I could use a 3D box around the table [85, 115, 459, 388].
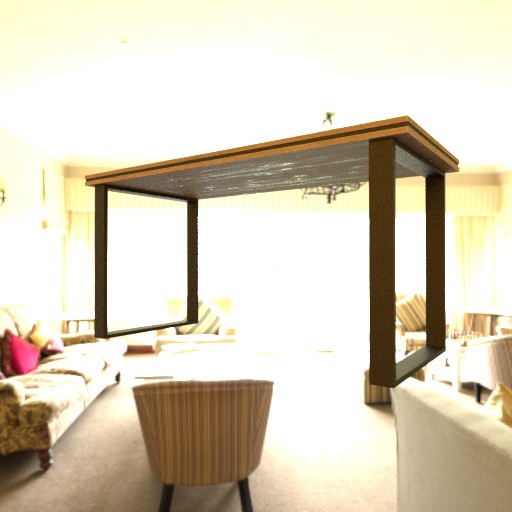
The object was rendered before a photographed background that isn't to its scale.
[{"bbox_3d":[0.000,0.000,2.270,1.778,0.899,0.795,0,-1,36],"label":"table"}]
